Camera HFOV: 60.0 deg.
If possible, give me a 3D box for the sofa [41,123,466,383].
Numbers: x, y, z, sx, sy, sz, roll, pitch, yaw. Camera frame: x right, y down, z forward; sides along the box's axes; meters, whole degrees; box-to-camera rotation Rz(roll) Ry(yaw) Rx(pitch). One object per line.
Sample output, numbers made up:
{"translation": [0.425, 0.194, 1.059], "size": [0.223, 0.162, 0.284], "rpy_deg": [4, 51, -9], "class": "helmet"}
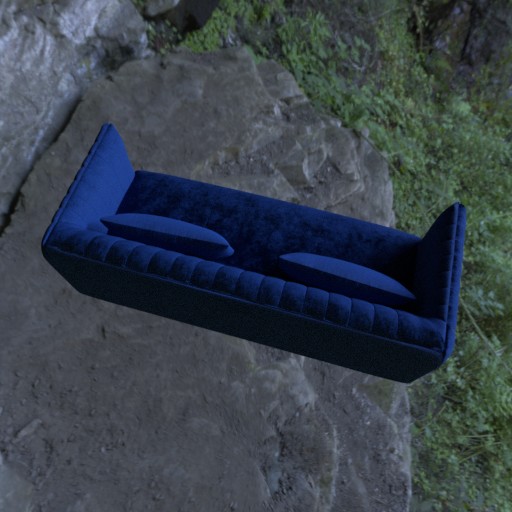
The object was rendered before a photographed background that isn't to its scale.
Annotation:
{"translation": [0.000, 0.000, 2.600], "size": [2.136, 0.793, 0.896], "rpy_deg": [14, 66, 7], "class": "sofa"}
